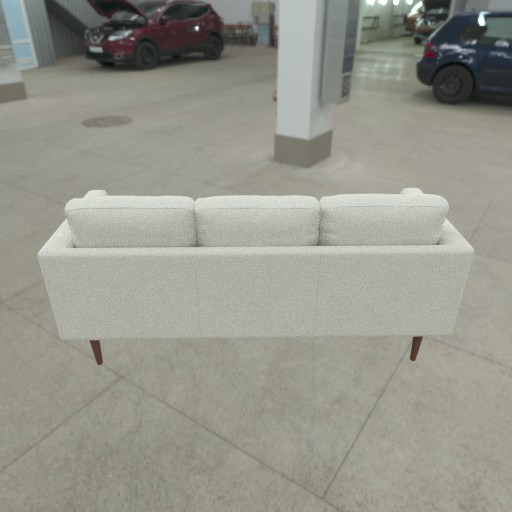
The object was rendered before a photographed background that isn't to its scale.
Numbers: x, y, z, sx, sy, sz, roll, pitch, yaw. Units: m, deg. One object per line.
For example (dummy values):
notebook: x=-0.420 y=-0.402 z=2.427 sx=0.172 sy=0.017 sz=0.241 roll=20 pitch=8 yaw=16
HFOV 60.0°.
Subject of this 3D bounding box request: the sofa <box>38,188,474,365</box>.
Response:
sofa: x=0.000 y=0.000 z=2.493 sx=2.029 sy=0.912 sz=0.802 roll=-1 pitch=30 yaw=-1
